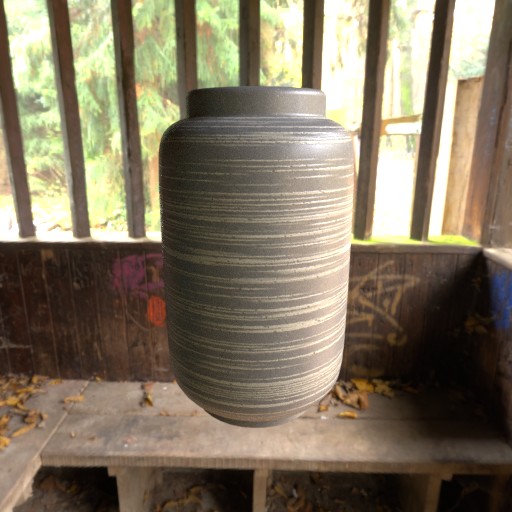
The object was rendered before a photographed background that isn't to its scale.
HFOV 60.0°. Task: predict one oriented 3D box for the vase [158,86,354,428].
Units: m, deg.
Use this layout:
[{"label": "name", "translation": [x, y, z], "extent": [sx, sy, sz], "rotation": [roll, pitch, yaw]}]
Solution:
[{"label": "vase", "translation": [0.000, 0.000, 0.717], "extent": [0.297, 0.499, 0.297], "rotation": [0, 16, 0]}]
